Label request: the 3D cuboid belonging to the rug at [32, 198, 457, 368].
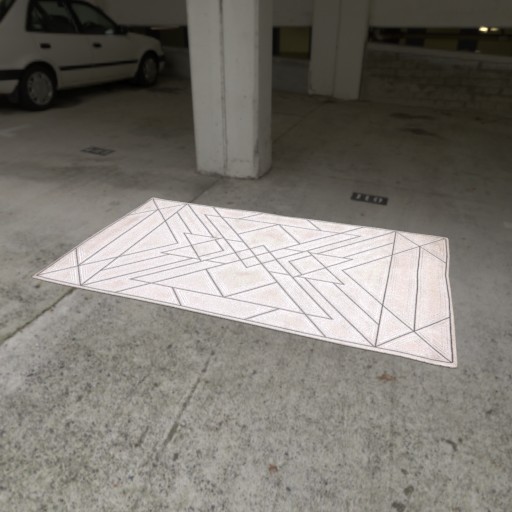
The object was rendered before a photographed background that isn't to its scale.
[{"bbox_3d":[0.000,0.000,1.054,0.869,0.008,0.511,9,30,17],"label":"rug"}]
